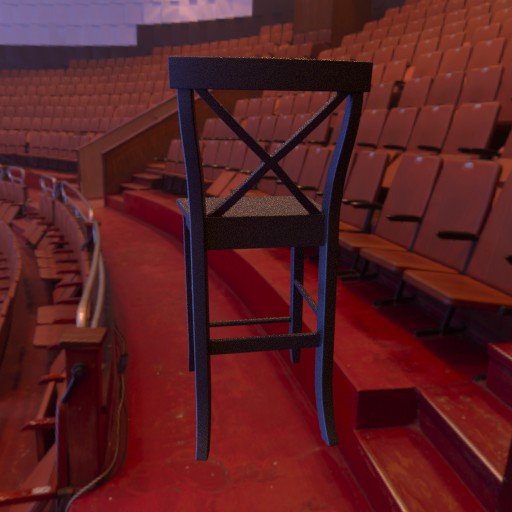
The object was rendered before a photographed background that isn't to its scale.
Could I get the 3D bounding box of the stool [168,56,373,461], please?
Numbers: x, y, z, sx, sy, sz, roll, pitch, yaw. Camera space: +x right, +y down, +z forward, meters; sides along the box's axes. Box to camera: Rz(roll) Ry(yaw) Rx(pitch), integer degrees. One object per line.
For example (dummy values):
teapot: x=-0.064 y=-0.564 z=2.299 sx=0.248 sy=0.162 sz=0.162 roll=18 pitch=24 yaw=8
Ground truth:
stool: x=0.000 y=0.000 z=1.293 sx=0.452 sy=0.989 sz=0.559 roll=-2 pitch=15 yaw=-9
